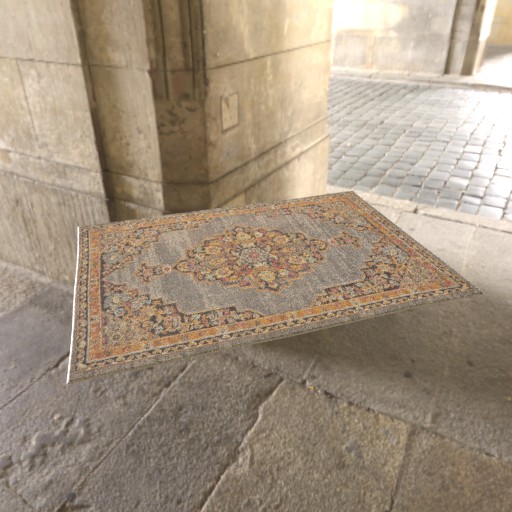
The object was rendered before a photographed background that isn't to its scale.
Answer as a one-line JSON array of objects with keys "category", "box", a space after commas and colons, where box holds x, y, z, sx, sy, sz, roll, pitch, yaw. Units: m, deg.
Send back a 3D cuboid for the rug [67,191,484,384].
[{"category": "rug", "box": [0.000, 0.000, 3.934, 3.063, 0.024, 2.158, -9, 32, -15]}]
